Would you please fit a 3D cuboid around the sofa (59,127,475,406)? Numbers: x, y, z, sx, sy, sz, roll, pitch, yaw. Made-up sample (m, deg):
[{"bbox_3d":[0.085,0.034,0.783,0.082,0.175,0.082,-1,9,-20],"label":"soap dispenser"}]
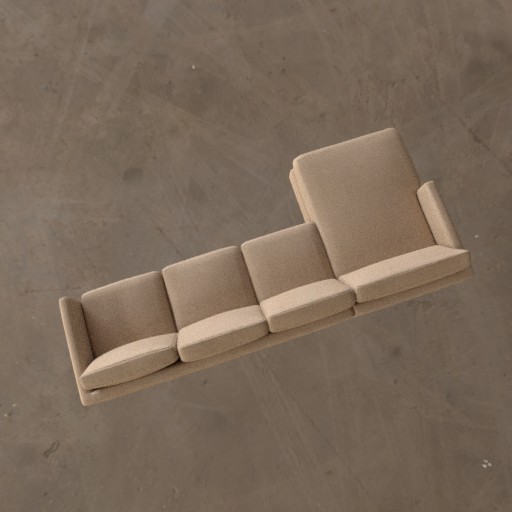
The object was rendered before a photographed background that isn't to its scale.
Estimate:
[{"bbox_3d":[0.000,0.000,3.754,3.201,0.876,1.502,-18,78,-4],"label":"sofa"}]
